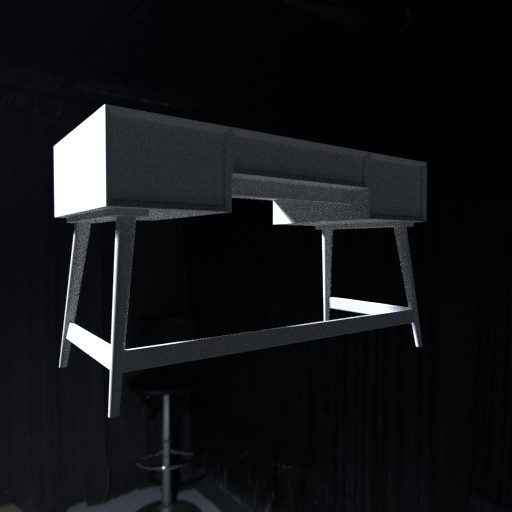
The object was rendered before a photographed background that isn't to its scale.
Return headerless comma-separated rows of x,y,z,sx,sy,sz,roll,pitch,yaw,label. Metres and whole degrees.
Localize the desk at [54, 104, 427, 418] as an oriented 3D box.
0.000,0.000,1.692,1.313,0.762,0.589,-1,2,-36,desk
